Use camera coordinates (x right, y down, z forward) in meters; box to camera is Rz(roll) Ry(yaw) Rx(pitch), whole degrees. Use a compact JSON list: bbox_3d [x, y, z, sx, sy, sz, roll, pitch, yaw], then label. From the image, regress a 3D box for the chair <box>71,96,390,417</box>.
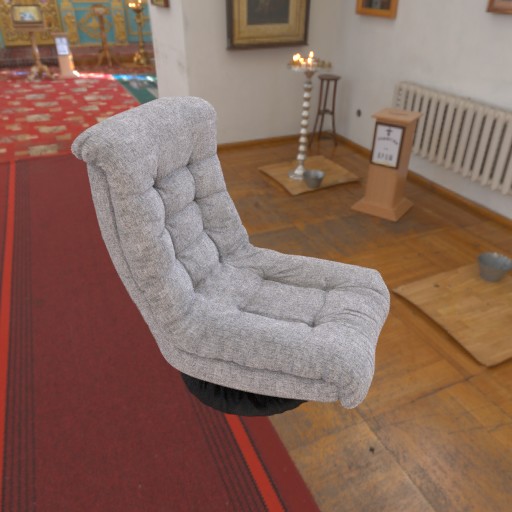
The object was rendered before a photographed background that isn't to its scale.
[{"bbox_3d":[0.000,0.000,0.965,0.583,0.600,0.400,11,32,18],"label":"chair"}]
